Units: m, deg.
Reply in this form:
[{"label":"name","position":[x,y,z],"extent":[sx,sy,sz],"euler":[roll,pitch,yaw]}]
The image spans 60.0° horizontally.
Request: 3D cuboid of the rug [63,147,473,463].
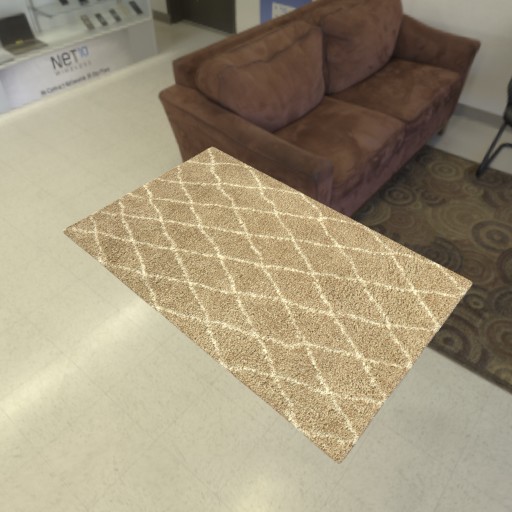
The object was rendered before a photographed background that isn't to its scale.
[{"label":"rug","position":[0.000,0.000,3.059],"extent":[2.438,0.030,1.524],"euler":[33,54,28]}]
